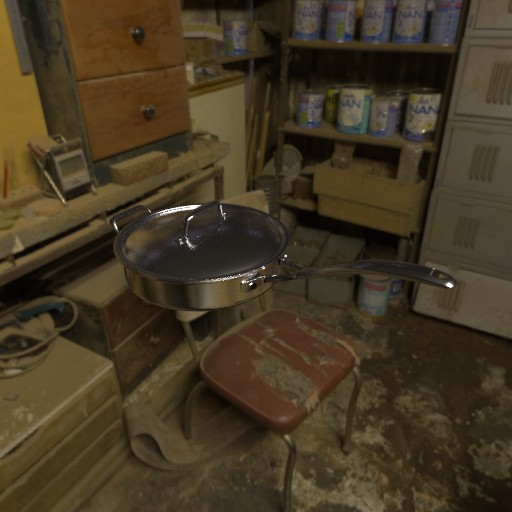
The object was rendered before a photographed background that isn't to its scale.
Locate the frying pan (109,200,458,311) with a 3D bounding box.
[{"bbox_3d":[0.000,0.000,0.673,0.561,0.114,0.280,17,33,28],"label":"frying pan"}]
